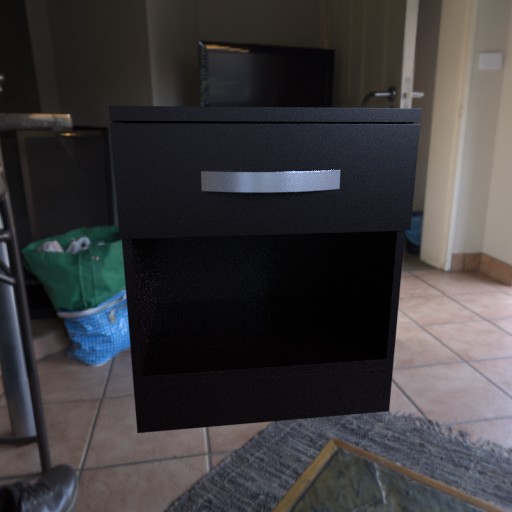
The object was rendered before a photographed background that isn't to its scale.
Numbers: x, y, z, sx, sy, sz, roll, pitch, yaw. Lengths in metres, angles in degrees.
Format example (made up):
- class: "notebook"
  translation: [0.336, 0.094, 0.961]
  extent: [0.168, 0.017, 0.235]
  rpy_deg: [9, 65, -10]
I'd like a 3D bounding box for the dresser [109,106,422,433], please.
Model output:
- class: "dresser"
  translation: [0.000, 0.000, 0.766]
  extent: [0.400, 0.470, 0.360]
  rpy_deg: [-2, 15, -8]
